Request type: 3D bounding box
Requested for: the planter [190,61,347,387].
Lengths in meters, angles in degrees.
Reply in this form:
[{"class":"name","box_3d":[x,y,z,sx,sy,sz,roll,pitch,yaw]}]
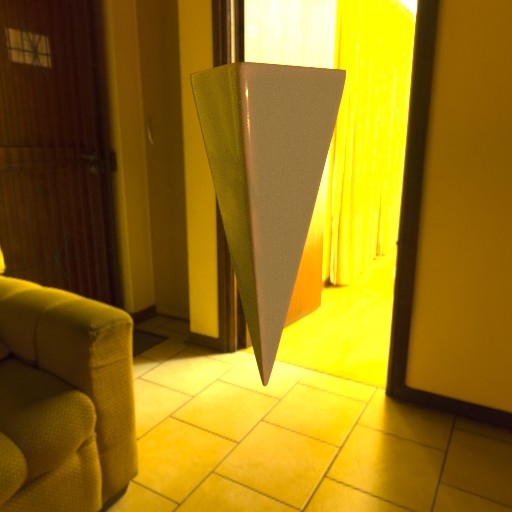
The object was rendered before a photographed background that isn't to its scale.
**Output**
[{"class":"planter","box_3d":[0.000,0.000,0.218,0.080,0.178,0.064,3,14,10]}]
